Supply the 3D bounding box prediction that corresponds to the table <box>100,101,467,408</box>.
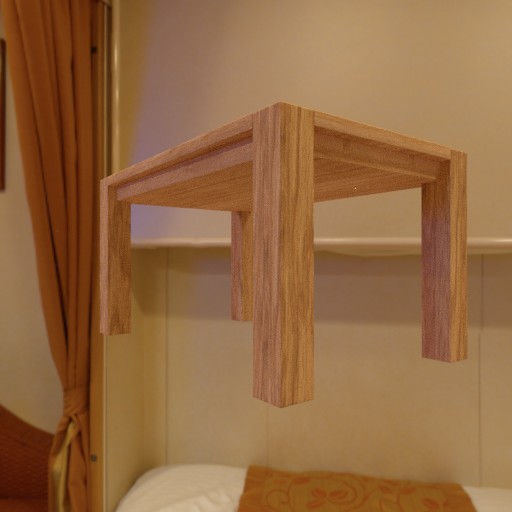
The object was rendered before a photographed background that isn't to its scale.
[{"bbox_3d":[0.000,0.000,1.921,0.900,0.760,1.400,0,0,-37],"label":"table"}]
